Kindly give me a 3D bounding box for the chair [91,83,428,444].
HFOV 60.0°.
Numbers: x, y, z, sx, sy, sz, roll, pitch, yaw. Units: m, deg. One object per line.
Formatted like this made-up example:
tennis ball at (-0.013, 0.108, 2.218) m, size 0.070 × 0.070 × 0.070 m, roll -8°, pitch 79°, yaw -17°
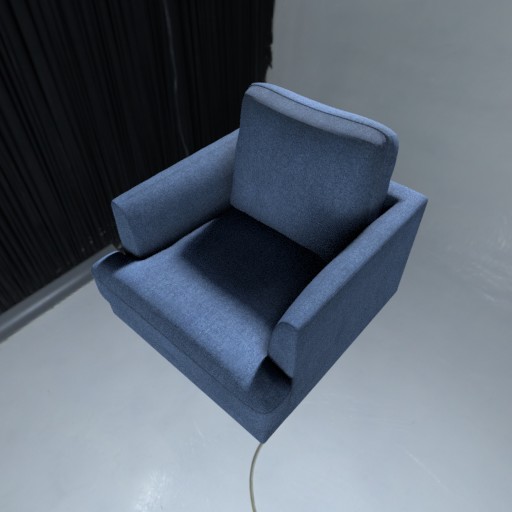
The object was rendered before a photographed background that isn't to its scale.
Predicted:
chair at (0.000, 0.000, 1.630) m, size 0.858 × 0.957 × 0.899 m, roll 32°, pitch 53°, yaw 28°
